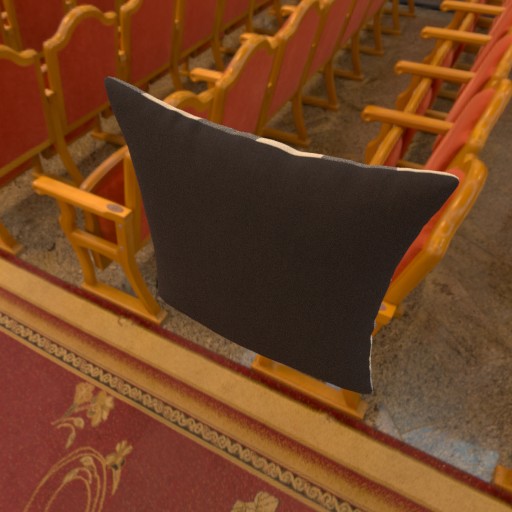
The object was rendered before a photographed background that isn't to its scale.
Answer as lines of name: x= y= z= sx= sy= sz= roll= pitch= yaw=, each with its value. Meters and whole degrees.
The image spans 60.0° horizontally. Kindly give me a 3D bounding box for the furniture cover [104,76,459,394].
furniture cover: x=0.000 y=0.000 z=0.752 sx=0.511 sy=0.509 sz=0.161 roll=22 pitch=51 yaw=19
